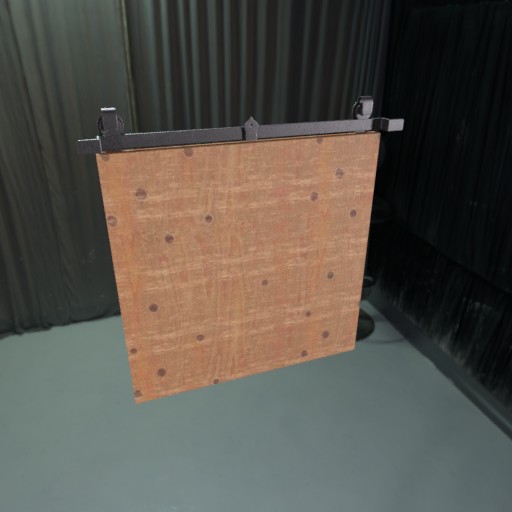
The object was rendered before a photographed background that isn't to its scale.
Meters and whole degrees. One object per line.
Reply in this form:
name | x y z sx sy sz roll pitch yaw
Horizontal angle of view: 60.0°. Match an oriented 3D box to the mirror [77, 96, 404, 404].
mirror | 0.000 0.000 1.207 0.805 0.800 0.054 -9 28 -18
